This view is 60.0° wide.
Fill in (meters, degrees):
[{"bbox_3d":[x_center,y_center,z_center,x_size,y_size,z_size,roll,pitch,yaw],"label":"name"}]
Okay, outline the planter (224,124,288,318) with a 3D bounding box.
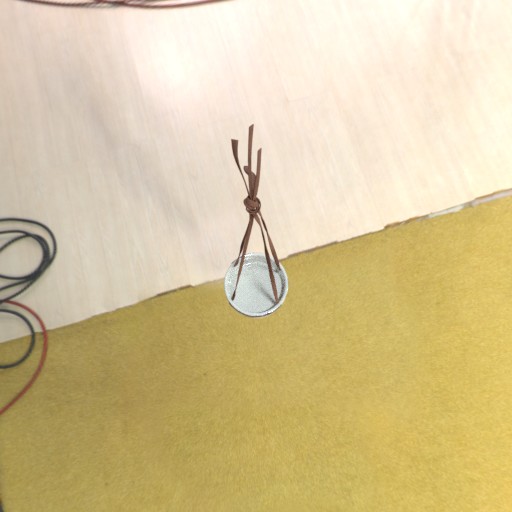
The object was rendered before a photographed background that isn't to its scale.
[{"bbox_3d":[0.000,0.000,0.837,0.166,0.751,0.166,34,78,8],"label":"planter"}]
